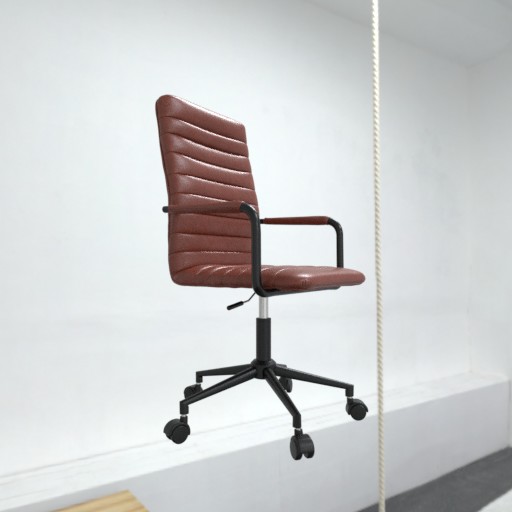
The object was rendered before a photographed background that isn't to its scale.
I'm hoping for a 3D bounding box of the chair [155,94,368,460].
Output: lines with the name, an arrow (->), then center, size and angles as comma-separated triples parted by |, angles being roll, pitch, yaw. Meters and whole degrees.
chair -> 0.000, 0.000, 1.354 | 0.580, 0.979, 0.608 | -1, -1, 36
